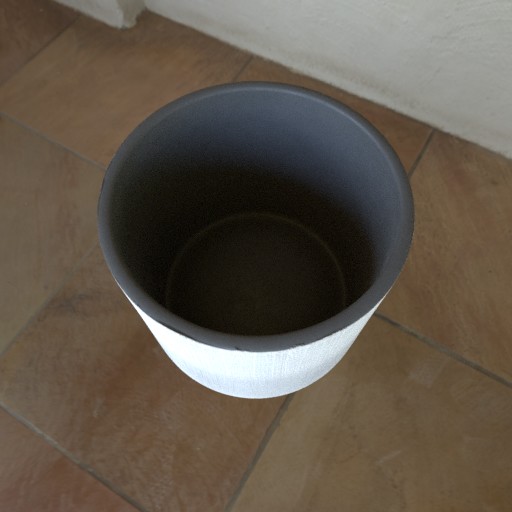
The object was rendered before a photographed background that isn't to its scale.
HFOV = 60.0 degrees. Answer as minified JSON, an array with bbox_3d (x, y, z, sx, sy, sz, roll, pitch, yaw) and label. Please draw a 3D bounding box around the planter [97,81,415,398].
[{"bbox_3d":[0.000,0.000,0.401,0.226,0.201,0.226,0,64,0],"label":"planter"}]
